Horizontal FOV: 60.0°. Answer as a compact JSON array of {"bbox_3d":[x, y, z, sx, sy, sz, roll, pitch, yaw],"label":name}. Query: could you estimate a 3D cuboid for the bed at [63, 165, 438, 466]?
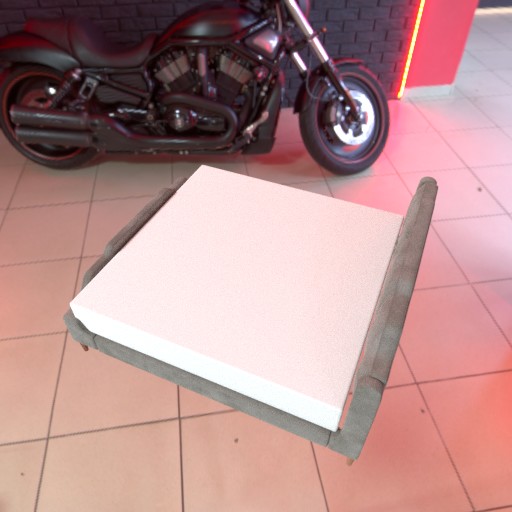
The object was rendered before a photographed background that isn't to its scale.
[{"bbox_3d":[0.000,0.000,3.541,2.340,1.245,2.074,17,47,17],"label":"bed"}]
